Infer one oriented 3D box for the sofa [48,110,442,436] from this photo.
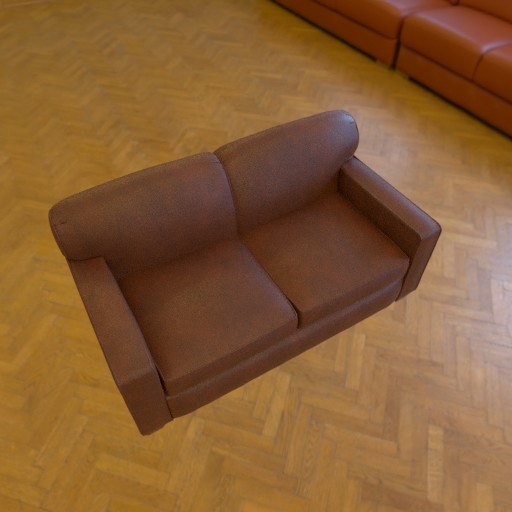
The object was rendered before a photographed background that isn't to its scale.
[{"bbox_3d":[0.000,0.000,2.482,1.856,0.966,1.000,-23,52,-20],"label":"sofa"}]
